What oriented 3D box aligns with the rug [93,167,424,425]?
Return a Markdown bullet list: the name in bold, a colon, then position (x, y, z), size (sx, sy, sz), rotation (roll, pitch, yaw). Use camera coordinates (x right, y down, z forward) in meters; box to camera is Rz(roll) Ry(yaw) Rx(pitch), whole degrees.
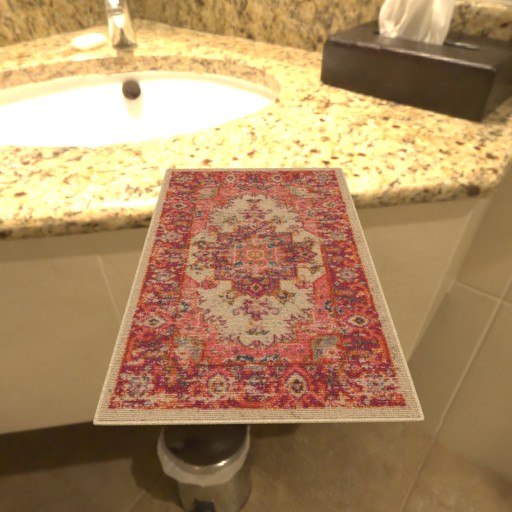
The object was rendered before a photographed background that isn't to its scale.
- **rug**: position (0.000, 0.000, 1.071), size (0.556, 0.004, 0.868), rotation (0, 40, -1)
